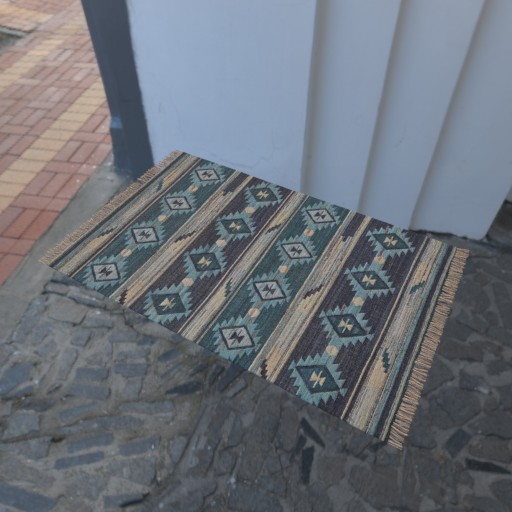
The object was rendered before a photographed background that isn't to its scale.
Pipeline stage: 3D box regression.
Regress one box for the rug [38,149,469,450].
[{"bbox_3d":[0.000,0.000,2.314,1.936,0.028,1.181,23,51,20],"label":"rug"}]
